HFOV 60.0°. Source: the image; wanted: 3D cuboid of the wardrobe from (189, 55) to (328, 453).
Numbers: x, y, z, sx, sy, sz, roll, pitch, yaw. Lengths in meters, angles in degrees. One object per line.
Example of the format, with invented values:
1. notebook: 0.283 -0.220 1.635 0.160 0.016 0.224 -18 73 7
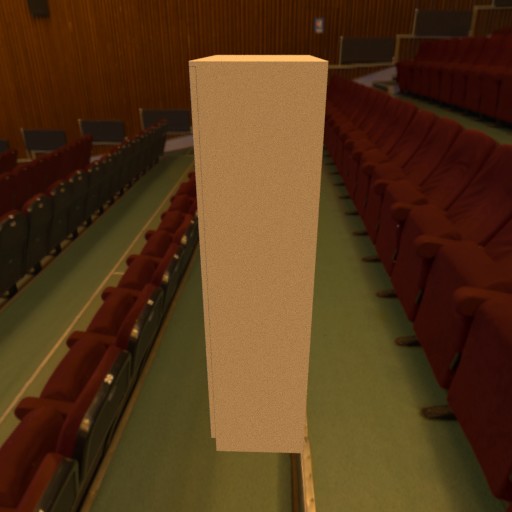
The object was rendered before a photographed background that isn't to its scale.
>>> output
1. wardrobe: 0.000 0.000 2.080 0.470 1.700 0.760 1 26 2
